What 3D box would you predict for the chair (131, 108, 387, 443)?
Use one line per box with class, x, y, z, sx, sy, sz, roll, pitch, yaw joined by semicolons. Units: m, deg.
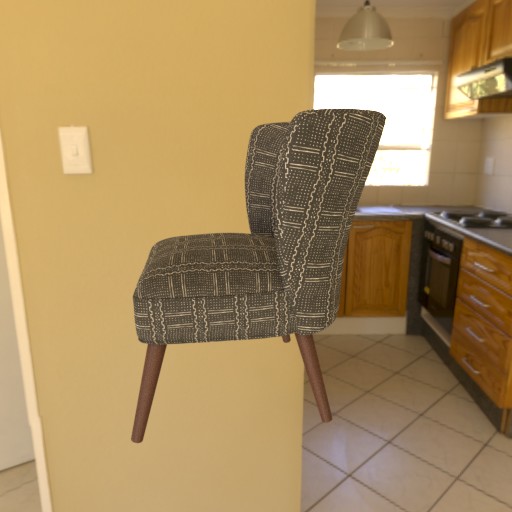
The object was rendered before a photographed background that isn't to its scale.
chair;0.000;0.000;1.410;0.758;0.866;0.710;-2;14;-8
